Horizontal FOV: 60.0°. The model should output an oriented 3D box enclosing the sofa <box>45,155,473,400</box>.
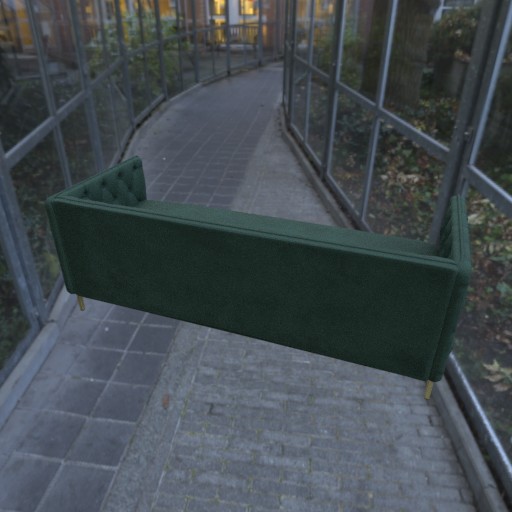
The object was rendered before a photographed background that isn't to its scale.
[{"bbox_3d":[0.000,0.000,2.626,2.209,0.771,0.895,10,31,18],"label":"sofa"}]
